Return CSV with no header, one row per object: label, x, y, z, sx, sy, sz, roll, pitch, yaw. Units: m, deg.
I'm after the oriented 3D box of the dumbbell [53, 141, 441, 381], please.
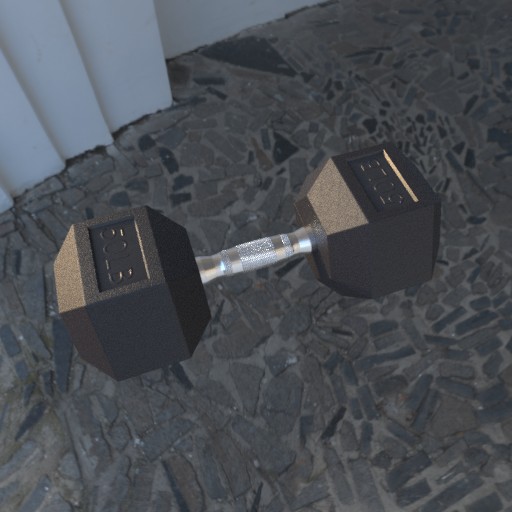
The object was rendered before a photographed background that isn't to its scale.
dumbbell,0.000,0.000,0.473,0.384,0.150,0.173,-16,60,-10
